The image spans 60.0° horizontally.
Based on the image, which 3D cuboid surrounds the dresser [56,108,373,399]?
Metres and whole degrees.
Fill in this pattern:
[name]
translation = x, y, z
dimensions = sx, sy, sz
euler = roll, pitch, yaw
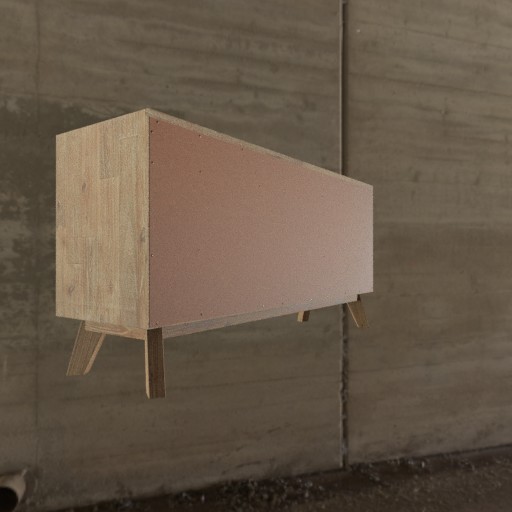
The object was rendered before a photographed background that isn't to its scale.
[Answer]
[dresser]
translation = 0.000, 0.000, 1.964
dimensions = 0.455, 0.788, 1.602
euler = 0, 0, 36
